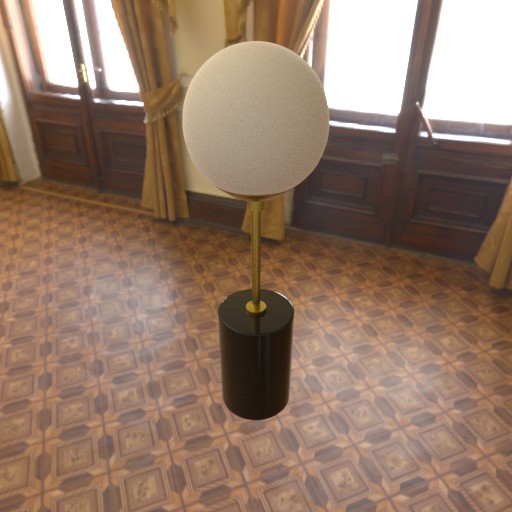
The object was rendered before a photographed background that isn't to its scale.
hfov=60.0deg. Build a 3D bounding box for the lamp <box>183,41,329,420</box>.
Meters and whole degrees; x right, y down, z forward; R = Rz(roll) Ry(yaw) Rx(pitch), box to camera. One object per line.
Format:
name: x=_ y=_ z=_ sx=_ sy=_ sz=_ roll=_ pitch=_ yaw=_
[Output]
lamp: x=0.000 y=0.000 z=0.549 sx=0.153 sy=0.480 sz=0.153 roll=0 pitch=30 yaw=0
